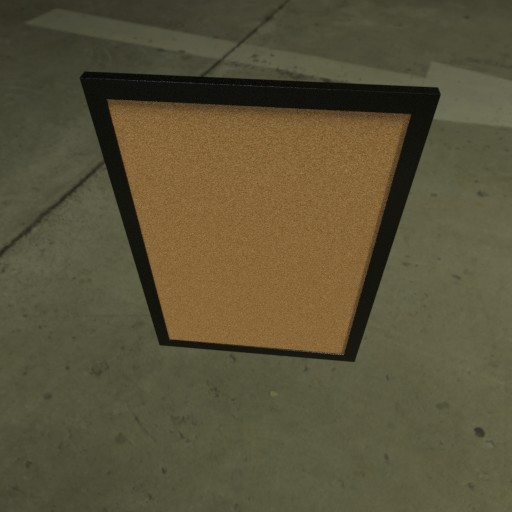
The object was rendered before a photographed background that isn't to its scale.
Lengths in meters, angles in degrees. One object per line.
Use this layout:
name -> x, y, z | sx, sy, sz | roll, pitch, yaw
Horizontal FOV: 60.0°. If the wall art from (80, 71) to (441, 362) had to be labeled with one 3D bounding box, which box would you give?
wall art -> 0.000, 0.000, 0.533 | 0.304, 0.432, 0.013 | 4, 47, 4
